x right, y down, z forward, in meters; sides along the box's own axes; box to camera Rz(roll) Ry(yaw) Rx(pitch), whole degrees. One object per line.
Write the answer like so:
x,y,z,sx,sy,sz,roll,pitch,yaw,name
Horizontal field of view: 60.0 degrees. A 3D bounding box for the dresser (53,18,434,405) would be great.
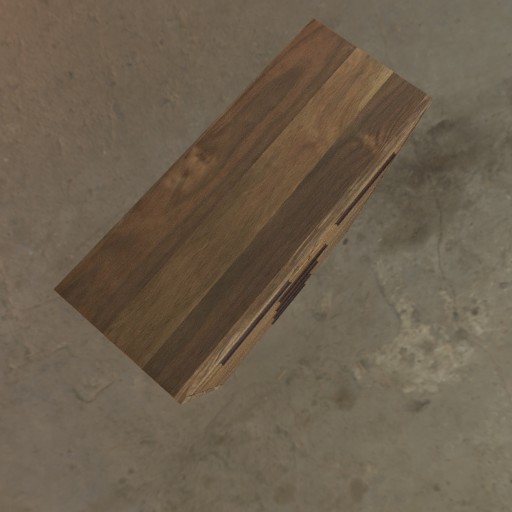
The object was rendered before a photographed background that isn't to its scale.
0.000,0.000,1.849,0.442,1.393,1.062,39,79,9,dresser
